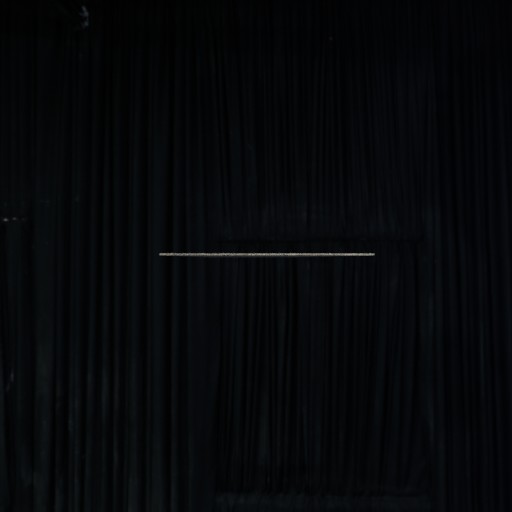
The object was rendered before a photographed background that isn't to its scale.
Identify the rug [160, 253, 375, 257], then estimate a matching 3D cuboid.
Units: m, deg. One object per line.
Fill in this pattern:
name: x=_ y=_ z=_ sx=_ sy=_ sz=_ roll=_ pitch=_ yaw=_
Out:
rug: x=0.000 y=0.000 z=2.669 sx=0.706 sy=0.009 sz=2.443 roll=0 pitch=0 yaw=-2
